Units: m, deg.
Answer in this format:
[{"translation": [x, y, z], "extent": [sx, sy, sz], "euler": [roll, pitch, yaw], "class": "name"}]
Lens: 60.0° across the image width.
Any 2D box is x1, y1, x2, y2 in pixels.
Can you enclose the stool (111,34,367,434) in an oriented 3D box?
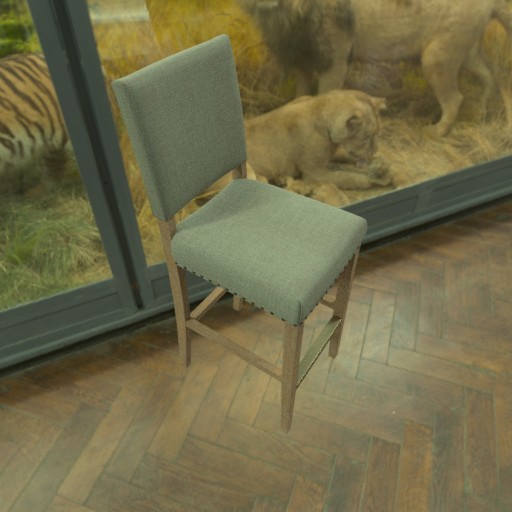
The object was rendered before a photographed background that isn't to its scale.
[{"translation": [0.000, 0.000, 1.489], "extent": [0.585, 1.203, 0.445], "euler": [24, 48, 24], "class": "stool"}]
